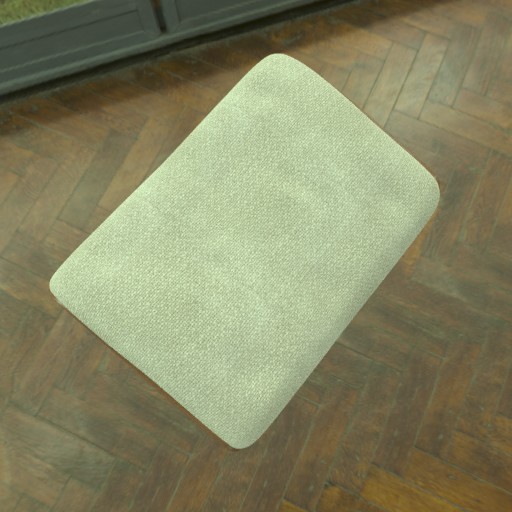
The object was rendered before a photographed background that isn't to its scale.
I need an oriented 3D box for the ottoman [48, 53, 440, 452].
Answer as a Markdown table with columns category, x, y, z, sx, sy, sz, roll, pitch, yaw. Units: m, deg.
| category | x | y | z | sx | sy | sz | roll | pitch | yaw |
| --- | --- | --- | --- | --- | --- | --- | --- | --- | --- |
| ottoman | 0.000 | 0.000 | 0.800 | 0.394 | 0.391 | 0.520 | 39 | 79 | 9 |
